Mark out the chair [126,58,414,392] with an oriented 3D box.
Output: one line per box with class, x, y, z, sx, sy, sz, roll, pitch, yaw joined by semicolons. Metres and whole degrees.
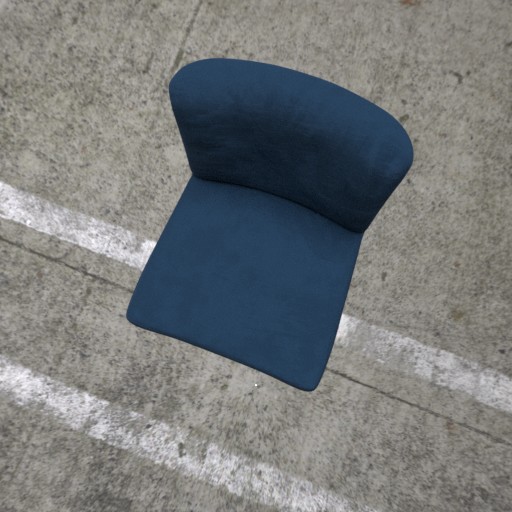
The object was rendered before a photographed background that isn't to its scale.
chair;0.000;0.000;1.175;0.530;0.824;0.560;20;75;6
